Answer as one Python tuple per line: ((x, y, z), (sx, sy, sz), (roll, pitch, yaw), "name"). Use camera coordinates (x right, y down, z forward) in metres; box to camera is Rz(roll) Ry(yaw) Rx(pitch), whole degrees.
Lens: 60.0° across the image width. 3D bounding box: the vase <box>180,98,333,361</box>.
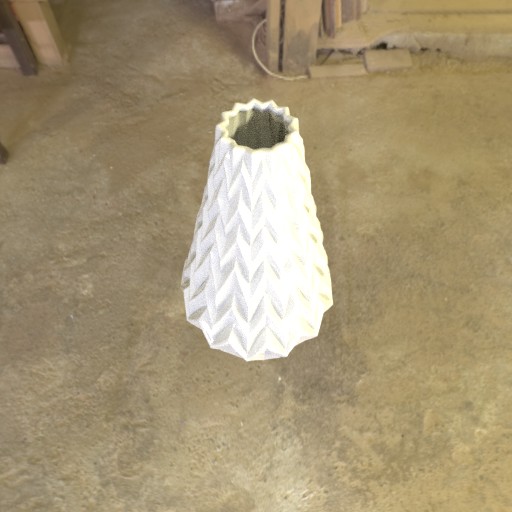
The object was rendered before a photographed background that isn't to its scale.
((0.000, 0.000, 0.433), (0.167, 0.328, 0.167), (0, 58, 0), "vase")
